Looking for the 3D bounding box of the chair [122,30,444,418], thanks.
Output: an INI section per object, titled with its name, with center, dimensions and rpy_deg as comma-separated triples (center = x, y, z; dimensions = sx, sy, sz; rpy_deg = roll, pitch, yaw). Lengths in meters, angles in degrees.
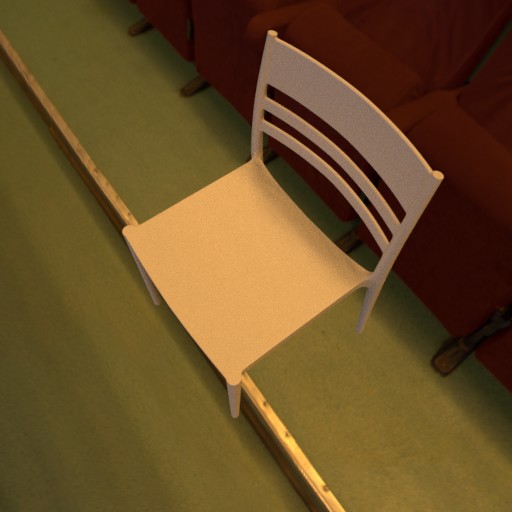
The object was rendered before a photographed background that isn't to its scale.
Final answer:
[chair]
center = 0.000, 0.000, 1.116
dimensions = 0.511, 0.800, 0.531
rpy_deg = -34, 67, -16
